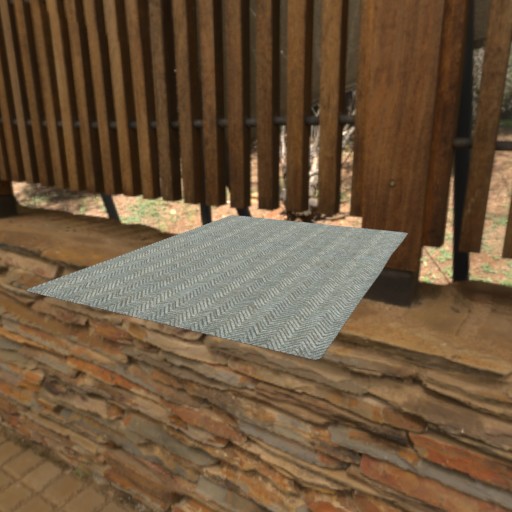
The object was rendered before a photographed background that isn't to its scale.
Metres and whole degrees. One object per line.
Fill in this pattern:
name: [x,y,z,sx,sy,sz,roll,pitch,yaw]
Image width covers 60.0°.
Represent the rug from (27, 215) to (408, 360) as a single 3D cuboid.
rug: [0.000,0.000,5.250,2.894,0.011,3.957,8,19,25]
